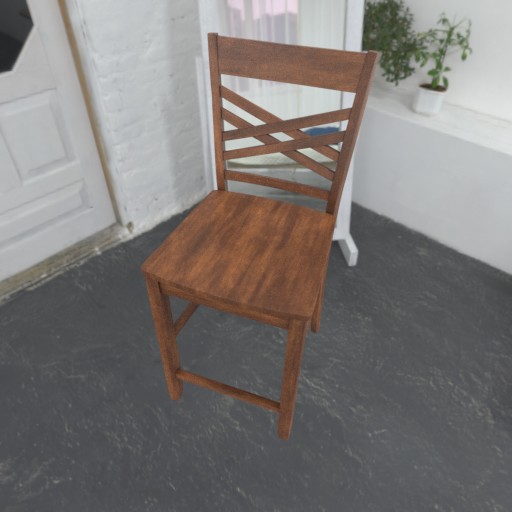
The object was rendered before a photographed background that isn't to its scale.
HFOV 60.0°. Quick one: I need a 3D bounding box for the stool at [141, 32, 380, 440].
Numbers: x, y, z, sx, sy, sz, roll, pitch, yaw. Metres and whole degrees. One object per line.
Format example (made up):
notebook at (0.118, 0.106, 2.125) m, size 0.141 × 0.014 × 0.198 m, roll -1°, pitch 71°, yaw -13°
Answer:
stool at (0.000, 0.000, 1.335) m, size 0.462 × 1.079 × 0.539 m, roll 14°, pitch 44°, yaw 15°
